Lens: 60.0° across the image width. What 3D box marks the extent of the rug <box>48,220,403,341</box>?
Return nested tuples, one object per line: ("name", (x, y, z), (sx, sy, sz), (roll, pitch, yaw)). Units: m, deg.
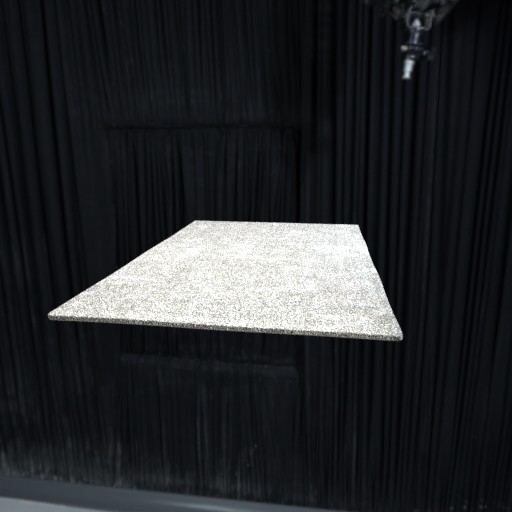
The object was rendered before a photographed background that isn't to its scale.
("rug", (0.000, 0.000, 2.947), (1.502, 0.025, 2.350), (2, 15, 8))
